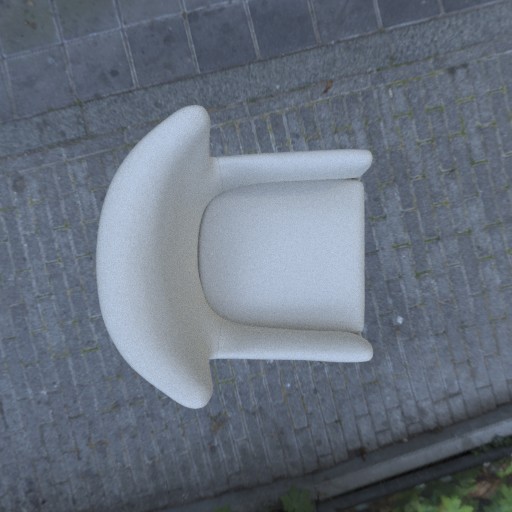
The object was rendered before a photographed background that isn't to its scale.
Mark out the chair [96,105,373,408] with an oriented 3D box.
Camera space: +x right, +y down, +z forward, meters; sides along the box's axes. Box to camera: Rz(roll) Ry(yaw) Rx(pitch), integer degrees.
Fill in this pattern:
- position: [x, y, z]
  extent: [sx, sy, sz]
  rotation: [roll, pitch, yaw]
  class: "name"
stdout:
- position: [0.000, 0.000, 1.417]
  extent: [0.686, 0.952, 0.660]
  rotation: [0, 90, 1]
  class: "chair"
